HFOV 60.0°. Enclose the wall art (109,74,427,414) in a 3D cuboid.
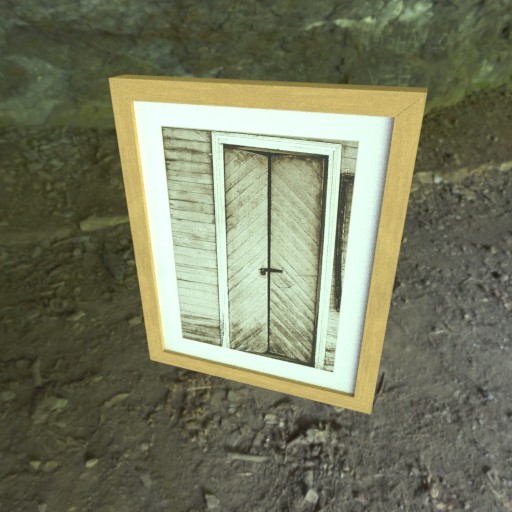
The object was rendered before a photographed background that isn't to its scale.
[{"bbox_3d":[0.000,0.000,0.517,0.312,0.380,0.030,9,30,16],"label":"wall art"}]
